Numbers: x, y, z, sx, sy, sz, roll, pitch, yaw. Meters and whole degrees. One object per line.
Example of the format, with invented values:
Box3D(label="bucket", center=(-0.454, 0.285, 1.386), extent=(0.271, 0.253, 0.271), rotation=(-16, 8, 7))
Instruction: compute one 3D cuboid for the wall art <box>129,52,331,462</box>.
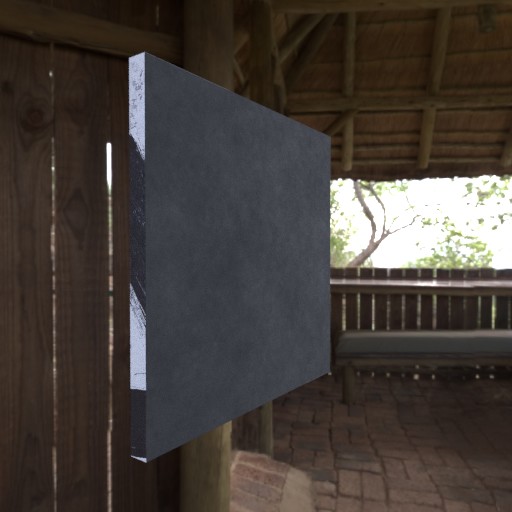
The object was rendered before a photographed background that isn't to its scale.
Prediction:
Box3D(label="wall art", center=(0.000, 0.000, 1.147), extent=(0.046, 0.765, 0.765), rotation=(1, 1, 36))
